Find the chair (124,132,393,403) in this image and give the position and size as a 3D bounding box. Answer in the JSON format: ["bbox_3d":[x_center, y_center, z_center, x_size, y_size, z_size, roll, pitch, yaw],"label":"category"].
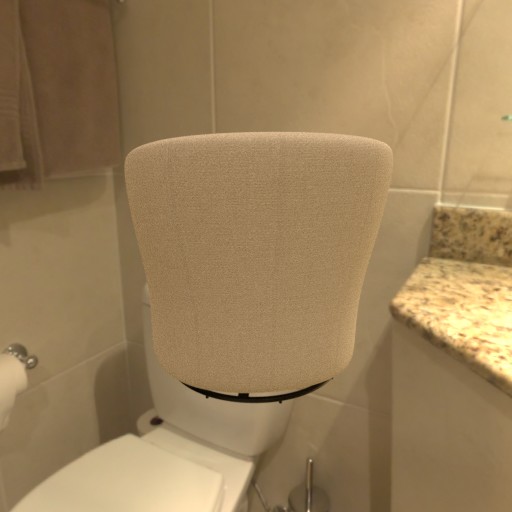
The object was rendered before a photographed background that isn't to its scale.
[{"bbox_3d":[0.000,0.000,1.445,0.791,0.771,0.815,-2,15,-8],"label":"chair"}]
